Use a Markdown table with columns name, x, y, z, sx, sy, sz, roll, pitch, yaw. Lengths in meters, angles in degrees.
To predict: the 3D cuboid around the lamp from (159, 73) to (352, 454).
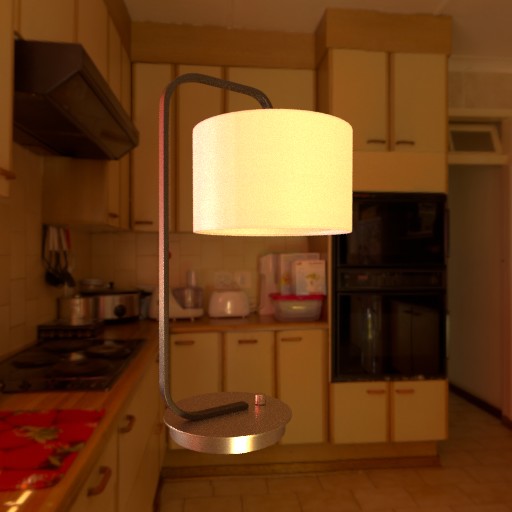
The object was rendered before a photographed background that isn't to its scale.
| name | x | y | z | sx | sy | sz | roll | pitch | yaw |
| --- | --- | --- | --- | --- | --- | --- | --- | --- | --- |
| lamp | 0.000 | 0.000 | 0.634 | 0.288 | 0.473 | 0.230 | 0 | 0 | -35 |
